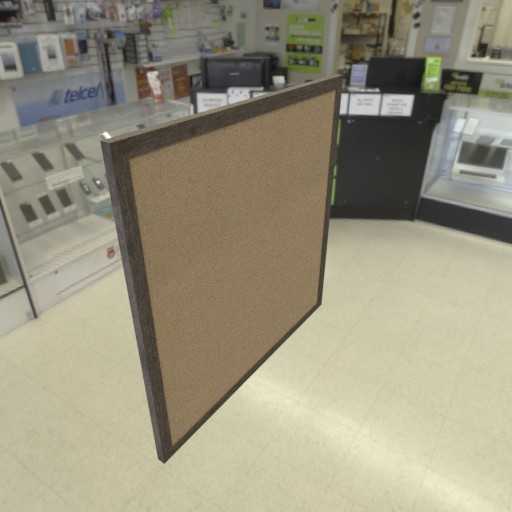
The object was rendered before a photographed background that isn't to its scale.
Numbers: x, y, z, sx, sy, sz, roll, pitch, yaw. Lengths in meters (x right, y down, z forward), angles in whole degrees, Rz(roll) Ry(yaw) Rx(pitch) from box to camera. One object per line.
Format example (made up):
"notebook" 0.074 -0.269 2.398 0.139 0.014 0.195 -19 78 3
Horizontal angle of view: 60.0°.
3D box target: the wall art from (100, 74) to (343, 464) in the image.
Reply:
"wall art" 0.000 0.000 0.669 0.013 0.457 0.457 20 36 30
